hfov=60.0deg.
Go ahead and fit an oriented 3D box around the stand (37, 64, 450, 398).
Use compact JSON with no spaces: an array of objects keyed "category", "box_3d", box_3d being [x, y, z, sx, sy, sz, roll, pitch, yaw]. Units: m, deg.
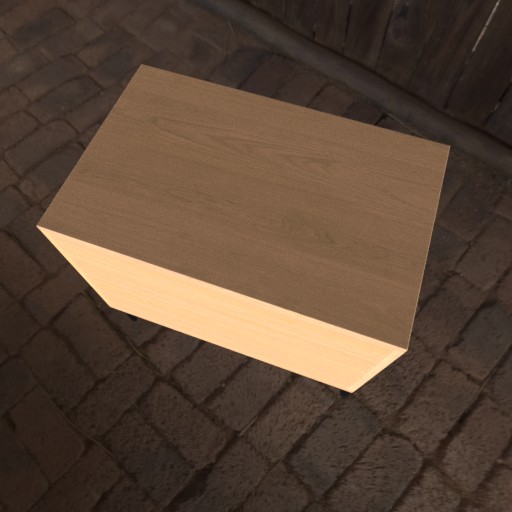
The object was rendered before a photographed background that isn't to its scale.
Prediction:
[{"category":"stand","box_3d":[0.000,0.000,0.999,0.630,0.600,0.400,18,66,8]}]
